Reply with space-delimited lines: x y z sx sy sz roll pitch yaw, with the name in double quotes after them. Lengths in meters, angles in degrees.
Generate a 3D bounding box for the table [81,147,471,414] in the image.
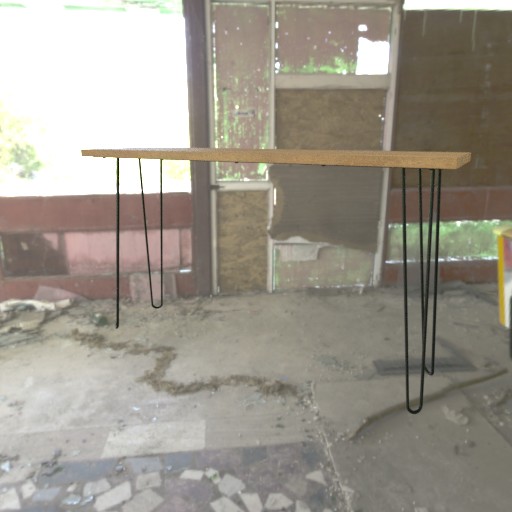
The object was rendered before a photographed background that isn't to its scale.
0.000 0.000 1.726 1.400 0.799 0.399 8 17 28 "table"
